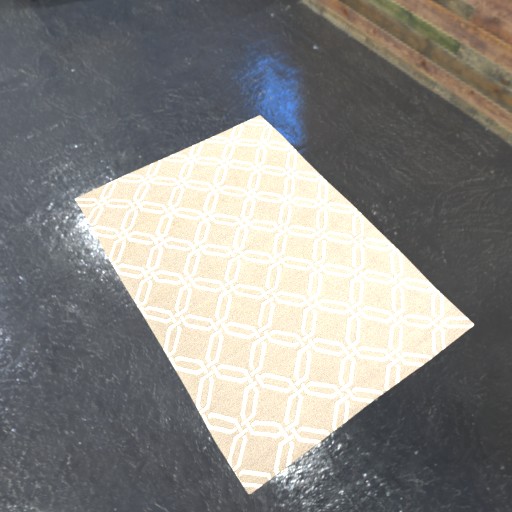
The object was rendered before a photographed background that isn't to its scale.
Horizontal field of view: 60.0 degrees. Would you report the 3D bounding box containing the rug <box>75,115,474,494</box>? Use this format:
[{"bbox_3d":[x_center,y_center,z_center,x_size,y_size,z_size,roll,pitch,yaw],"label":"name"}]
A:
[{"bbox_3d":[0.000,0.000,2.722,1.524,0.013,2.135,-30,62,-18],"label":"rug"}]
